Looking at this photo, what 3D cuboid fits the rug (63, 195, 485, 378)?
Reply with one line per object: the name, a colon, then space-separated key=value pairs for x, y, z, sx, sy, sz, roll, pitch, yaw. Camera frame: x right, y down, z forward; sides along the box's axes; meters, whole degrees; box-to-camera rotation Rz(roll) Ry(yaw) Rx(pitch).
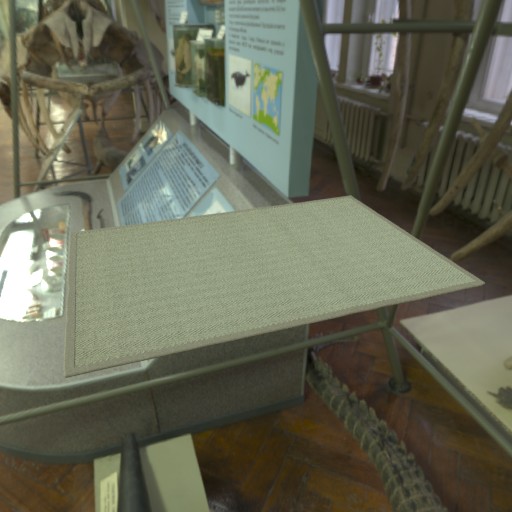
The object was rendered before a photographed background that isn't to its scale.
rug: x=0.000 y=0.000 z=2.871 sx=2.290 sy=0.021 sz=1.540 roll=-9 pitch=29 yaw=-17
